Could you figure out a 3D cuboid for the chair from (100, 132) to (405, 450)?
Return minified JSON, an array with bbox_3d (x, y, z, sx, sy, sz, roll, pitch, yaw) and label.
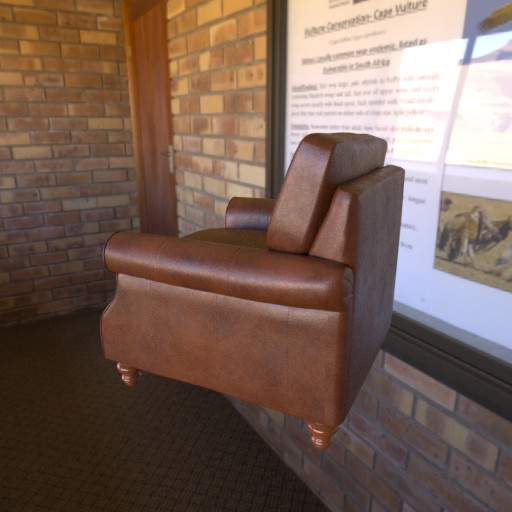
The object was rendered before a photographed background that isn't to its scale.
[{"bbox_3d":[0.000,0.000,1.777,0.992,0.972,0.989,8,19,26],"label":"chair"}]
